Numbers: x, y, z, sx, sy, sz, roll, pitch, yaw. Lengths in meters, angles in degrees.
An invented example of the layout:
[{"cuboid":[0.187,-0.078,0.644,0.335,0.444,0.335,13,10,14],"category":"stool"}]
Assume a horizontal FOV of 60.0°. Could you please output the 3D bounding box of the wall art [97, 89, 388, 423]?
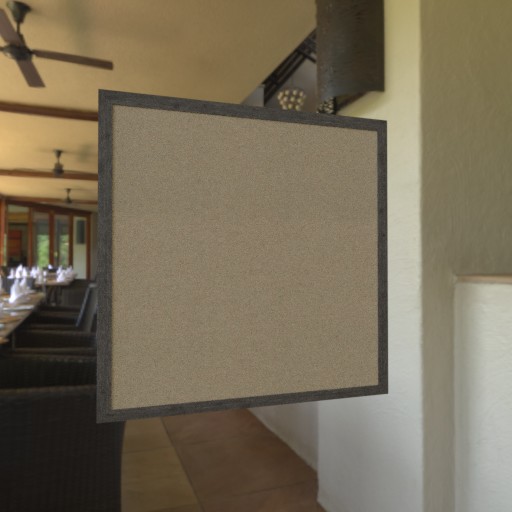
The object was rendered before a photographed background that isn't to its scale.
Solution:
[{"cuboid":[0.000,0.000,0.679,0.457,0.457,0.013,0,-1,-17],"category":"wall art"}]
